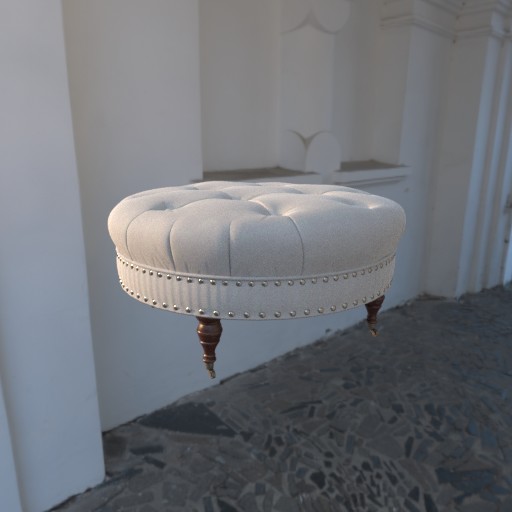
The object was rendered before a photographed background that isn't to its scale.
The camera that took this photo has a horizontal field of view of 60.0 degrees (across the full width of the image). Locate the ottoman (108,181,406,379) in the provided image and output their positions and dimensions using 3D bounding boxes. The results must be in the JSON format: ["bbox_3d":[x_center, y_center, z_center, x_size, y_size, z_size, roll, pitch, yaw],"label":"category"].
[{"bbox_3d":[0.000,0.000,1.423,0.901,0.439,0.901,0,14,0],"label":"ottoman"}]
